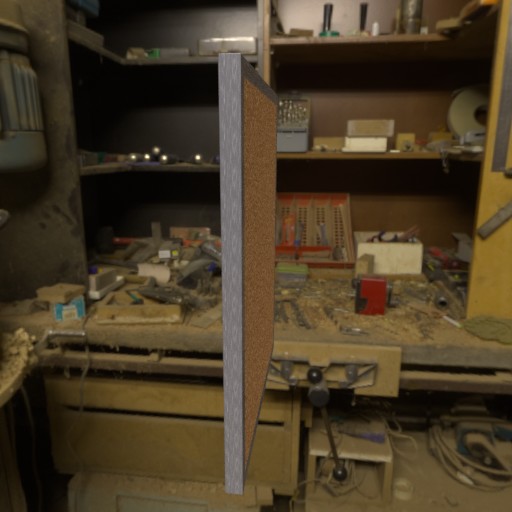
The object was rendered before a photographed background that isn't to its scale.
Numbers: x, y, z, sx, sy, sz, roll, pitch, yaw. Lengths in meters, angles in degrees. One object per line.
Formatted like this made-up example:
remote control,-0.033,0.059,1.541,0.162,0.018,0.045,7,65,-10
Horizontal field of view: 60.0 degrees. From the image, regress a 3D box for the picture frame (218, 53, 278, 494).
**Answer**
picture frame,0.000,0.000,0.757,0.029,0.559,0.454,2,15,7
